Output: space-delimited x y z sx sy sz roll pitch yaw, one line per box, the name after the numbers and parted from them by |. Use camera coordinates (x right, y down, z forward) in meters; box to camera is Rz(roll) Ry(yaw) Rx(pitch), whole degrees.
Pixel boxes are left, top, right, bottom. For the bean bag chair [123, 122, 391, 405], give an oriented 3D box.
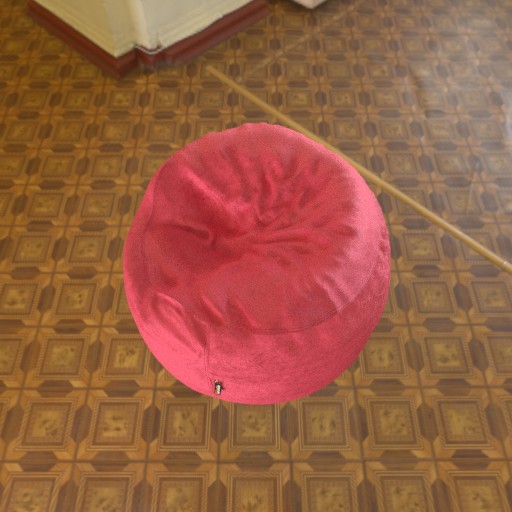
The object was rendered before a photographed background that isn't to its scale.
0.000 0.000 2.049 1.218 0.788 1.218 0 58 0 | bean bag chair
